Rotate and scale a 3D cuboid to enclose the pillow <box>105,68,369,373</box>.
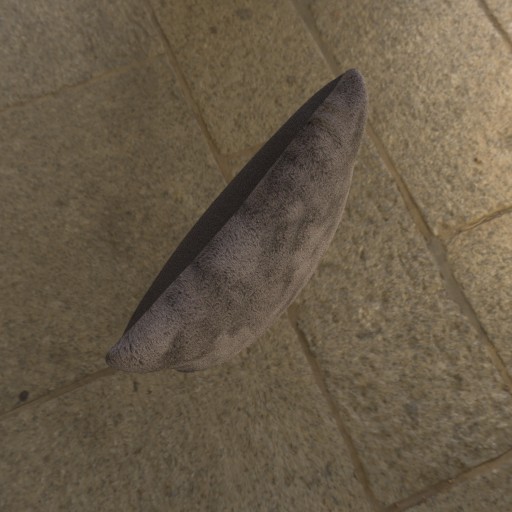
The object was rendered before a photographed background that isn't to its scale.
[{"bbox_3d":[0.000,0.000,0.800,0.204,0.520,0.522,37,78,9],"label":"pillow"}]
